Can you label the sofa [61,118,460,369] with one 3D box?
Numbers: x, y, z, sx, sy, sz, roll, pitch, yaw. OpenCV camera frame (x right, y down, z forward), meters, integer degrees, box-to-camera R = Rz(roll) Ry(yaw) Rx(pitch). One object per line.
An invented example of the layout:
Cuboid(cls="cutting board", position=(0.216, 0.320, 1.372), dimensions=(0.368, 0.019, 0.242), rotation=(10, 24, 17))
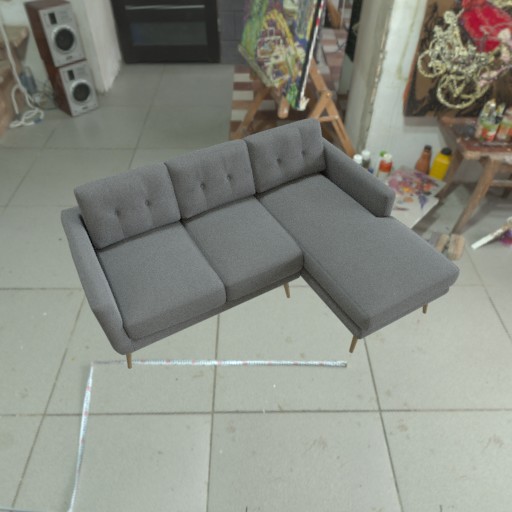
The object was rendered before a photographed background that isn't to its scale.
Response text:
Cuboid(cls="sofa", position=(0.000, 0.000, 2.810), dimensions=(2.040, 0.860, 1.530), rotation=(-22, 49, -21))
